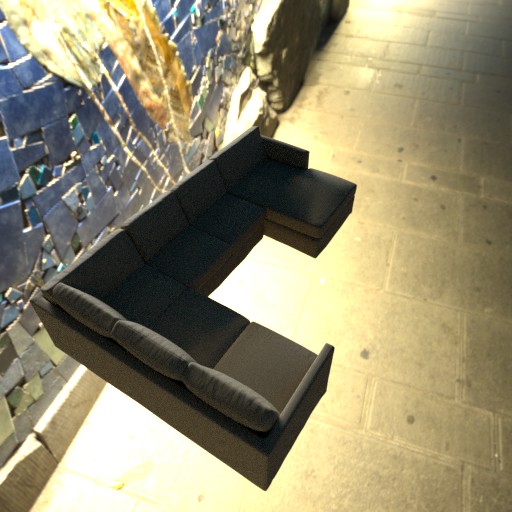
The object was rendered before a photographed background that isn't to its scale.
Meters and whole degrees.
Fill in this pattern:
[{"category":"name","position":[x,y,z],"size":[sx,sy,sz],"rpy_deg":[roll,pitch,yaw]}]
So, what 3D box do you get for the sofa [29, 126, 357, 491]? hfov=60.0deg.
[{"category":"sofa","position":[0.000,0.000,4.531],"size":[2.427,0.882,3.460],"rpy_deg":[24,50,23]}]
